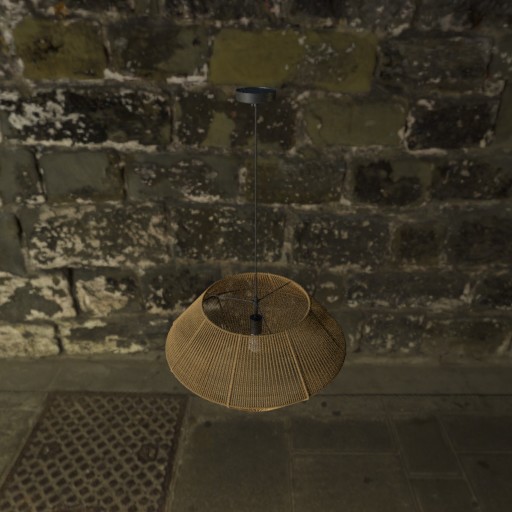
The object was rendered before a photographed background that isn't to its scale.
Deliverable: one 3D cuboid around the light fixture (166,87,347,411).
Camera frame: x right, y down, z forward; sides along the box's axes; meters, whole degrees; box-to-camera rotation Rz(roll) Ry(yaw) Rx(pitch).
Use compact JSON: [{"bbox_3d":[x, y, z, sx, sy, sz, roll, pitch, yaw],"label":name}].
[{"bbox_3d":[0.000,0.000,1.422,0.643,1.009,0.643,0,30,0],"label":"light fixture"}]
